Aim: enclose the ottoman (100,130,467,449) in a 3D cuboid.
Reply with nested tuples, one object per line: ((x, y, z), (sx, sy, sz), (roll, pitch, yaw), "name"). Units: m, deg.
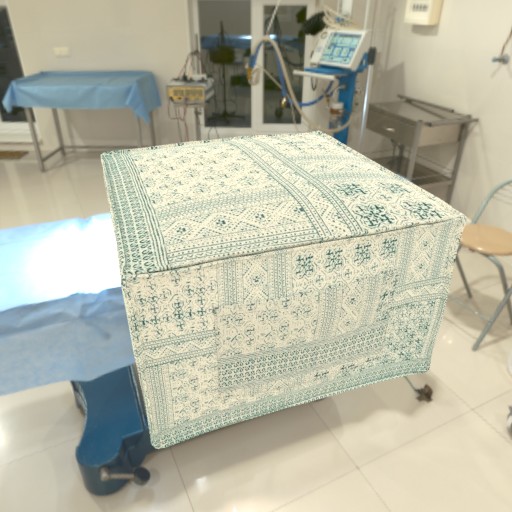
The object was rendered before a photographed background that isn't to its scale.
((0.000, 0.000, 1.040), (0.617, 0.439, 0.626), (-10, 32, -17), "ottoman")
